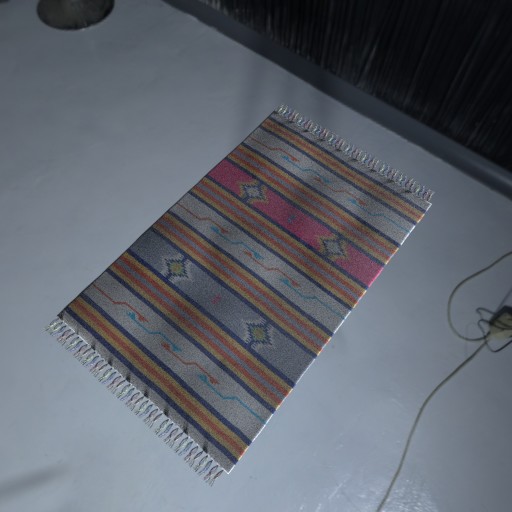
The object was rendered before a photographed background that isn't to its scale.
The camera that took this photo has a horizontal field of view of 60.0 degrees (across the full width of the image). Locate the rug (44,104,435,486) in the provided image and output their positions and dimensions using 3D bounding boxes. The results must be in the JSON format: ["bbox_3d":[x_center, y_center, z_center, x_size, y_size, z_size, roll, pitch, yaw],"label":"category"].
[{"bbox_3d":[0.000,0.000,2.253,1.084,0.013,1.849,36,69,16],"label":"rug"}]
